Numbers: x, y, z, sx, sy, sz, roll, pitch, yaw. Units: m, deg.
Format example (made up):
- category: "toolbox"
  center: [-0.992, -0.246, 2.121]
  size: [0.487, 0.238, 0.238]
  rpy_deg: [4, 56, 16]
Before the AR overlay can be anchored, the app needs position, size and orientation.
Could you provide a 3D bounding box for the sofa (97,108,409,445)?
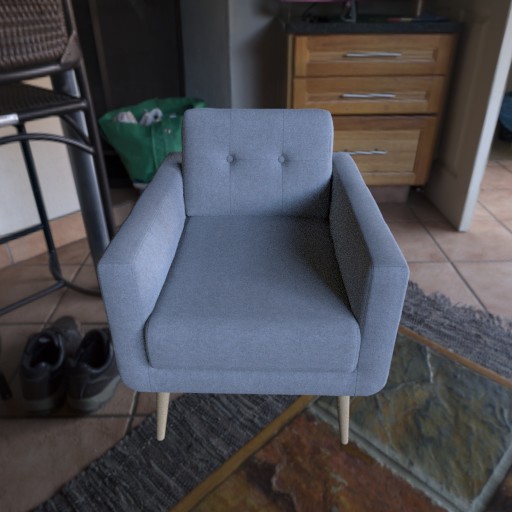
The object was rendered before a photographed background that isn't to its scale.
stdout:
- category: "sofa"
  center: [0.000, 0.000, 1.523]
  size: [0.770, 0.860, 0.920]
  rpy_deg: [1, 30, 1]
